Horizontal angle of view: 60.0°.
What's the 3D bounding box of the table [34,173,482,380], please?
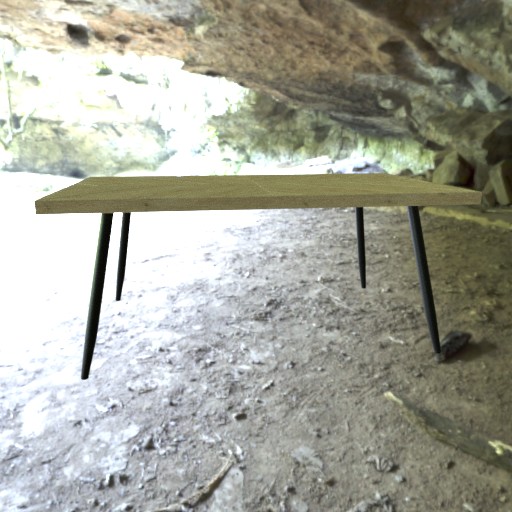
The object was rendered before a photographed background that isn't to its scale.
[{"bbox_3d":[0.000,0.000,2.335,1.803,0.762,0.991,-2,15,-8],"label":"table"}]
